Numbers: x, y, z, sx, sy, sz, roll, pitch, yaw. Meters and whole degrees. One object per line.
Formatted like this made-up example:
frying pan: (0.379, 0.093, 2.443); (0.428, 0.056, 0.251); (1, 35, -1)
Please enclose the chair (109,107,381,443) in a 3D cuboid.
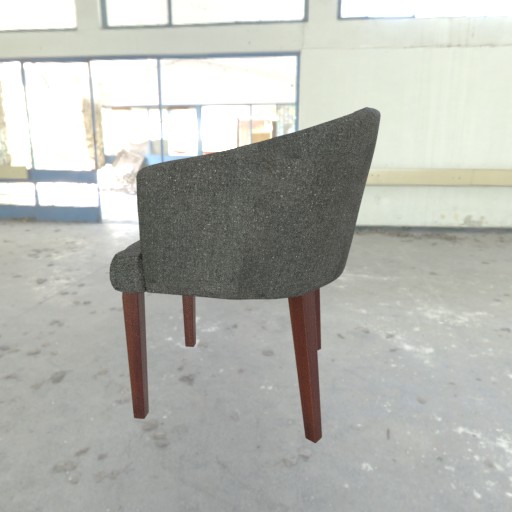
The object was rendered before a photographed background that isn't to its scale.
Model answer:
chair: (0.000, 0.000, 1.292); (0.655, 0.811, 0.583); (2, 14, 8)
